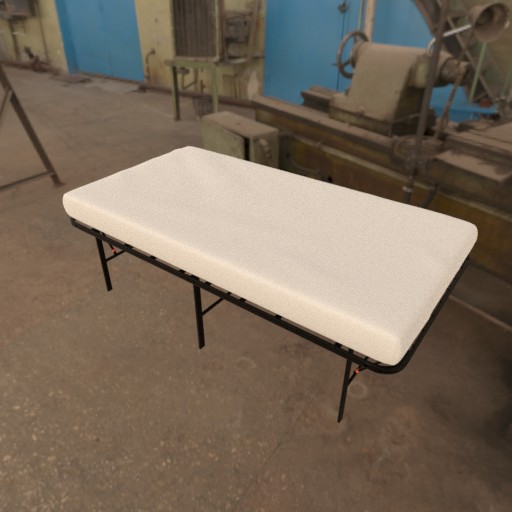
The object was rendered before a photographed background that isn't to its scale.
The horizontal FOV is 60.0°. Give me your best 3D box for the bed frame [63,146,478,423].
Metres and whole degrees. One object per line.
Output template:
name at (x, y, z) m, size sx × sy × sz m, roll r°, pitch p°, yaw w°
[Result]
bed frame at (0.000, 0.000, 2.357) m, size 1.903 × 0.619 × 0.989 m, roll 22°, pitch 39°, yaw 30°
